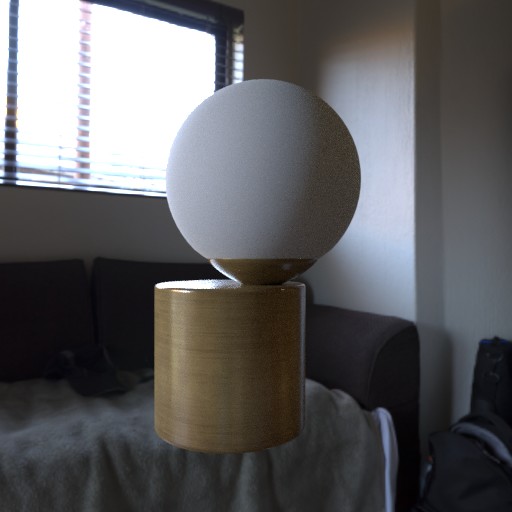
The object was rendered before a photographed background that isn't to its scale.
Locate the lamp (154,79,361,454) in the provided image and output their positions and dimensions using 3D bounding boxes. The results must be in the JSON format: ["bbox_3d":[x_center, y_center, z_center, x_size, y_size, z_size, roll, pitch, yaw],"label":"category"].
[{"bbox_3d":[0.000,0.000,0.329,0.152,0.250,0.141,0,0,18],"label":"lamp"}]
